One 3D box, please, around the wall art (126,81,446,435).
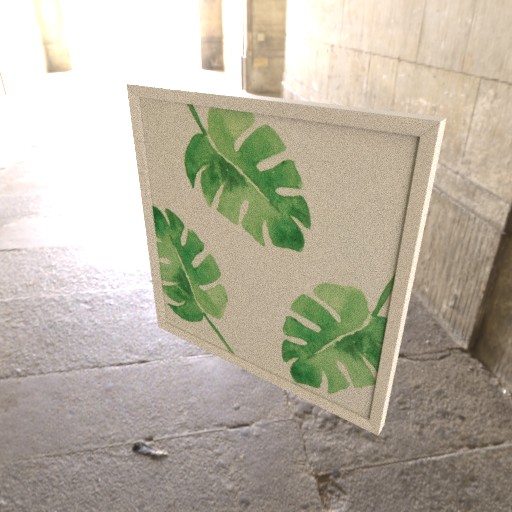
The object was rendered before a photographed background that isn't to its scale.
[{"bbox_3d":[0.000,0.000,1.114,0.762,0.762,0.040,18,34,30],"label":"wall art"}]
